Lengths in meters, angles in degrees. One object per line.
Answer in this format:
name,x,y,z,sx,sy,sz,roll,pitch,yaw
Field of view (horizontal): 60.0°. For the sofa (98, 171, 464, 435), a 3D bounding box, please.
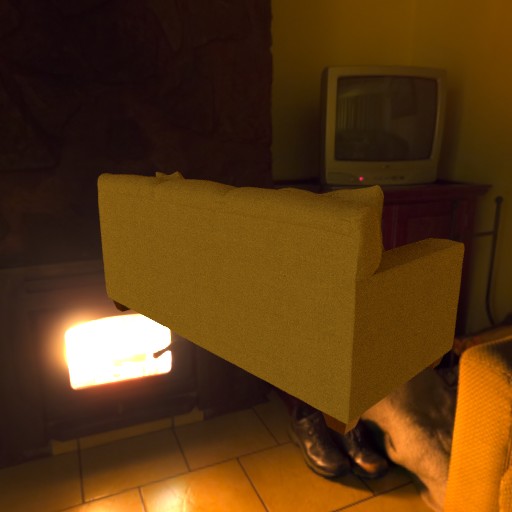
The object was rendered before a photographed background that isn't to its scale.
sofa,0.000,0.000,2.599,0.997,0.958,2.024,-13,19,-42
